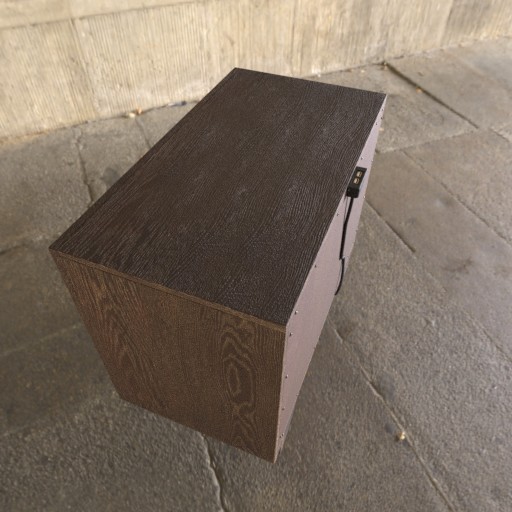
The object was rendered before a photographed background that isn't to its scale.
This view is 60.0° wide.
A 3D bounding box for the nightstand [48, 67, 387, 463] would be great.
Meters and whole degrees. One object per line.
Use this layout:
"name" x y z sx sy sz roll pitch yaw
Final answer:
"nightstand" 0.000 0.000 1.159 0.457 0.612 0.775 16 48 15
